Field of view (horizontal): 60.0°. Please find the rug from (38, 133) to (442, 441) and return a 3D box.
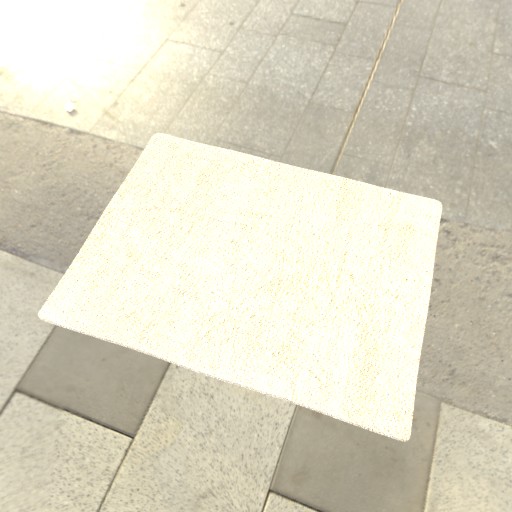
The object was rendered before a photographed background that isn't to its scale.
[{"bbox_3d":[0.000,0.000,2.085,1.600,0.027,1.200,16,59,10],"label":"rug"}]
